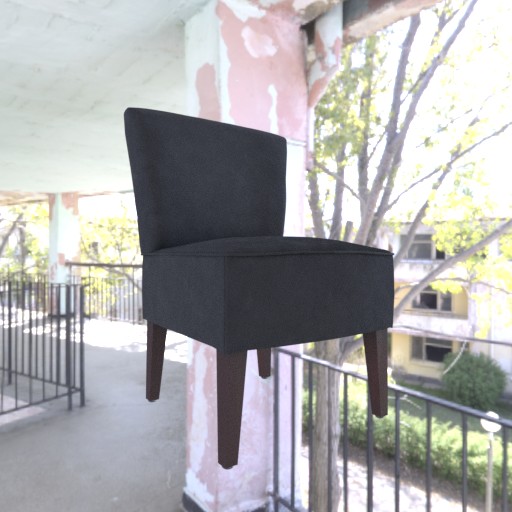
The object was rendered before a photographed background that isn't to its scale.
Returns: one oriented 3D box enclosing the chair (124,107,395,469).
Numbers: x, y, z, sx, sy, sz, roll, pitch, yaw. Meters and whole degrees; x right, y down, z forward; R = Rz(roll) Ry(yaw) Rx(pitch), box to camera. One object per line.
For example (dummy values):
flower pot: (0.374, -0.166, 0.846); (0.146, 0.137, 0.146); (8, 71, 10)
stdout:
chair: (0.000, 0.000, 1.150); (0.521, 0.806, 0.554); (0, 1, -36)
